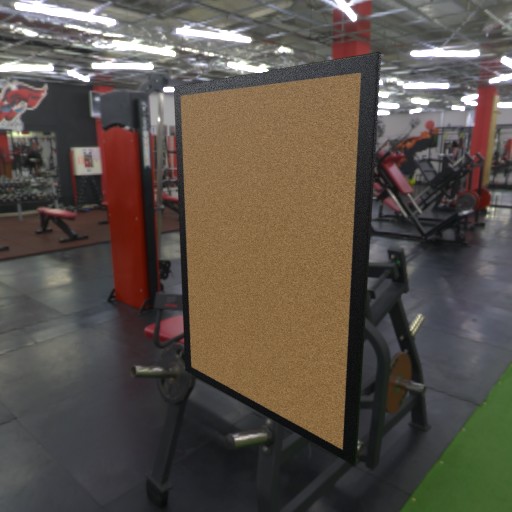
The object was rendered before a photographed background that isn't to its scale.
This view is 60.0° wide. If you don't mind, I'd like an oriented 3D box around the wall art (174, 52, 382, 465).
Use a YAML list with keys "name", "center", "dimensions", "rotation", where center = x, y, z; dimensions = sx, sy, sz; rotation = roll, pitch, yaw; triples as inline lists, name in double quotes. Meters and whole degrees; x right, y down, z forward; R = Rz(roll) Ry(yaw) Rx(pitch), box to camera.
- name: "wall art"
  center: [0.000, 0.000, 1.253]
  dimensions: [0.707, 0.967, 0.013]
  rotation: [13, 18, 43]
